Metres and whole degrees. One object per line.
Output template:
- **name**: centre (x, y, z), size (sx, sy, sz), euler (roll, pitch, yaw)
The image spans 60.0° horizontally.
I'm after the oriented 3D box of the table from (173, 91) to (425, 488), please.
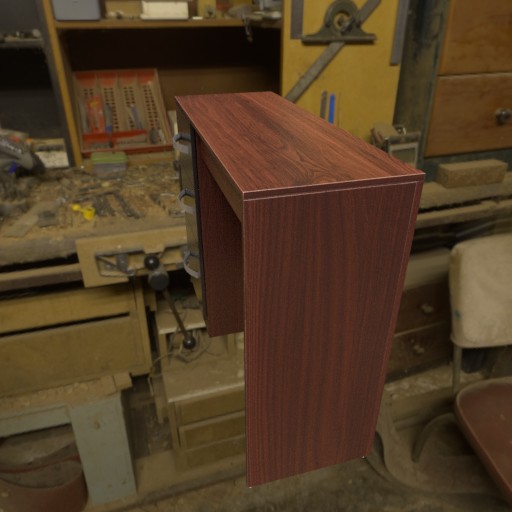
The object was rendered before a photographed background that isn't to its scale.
- **table**: centre (0.000, 0.000, 1.345), size (0.380, 0.790, 0.930), euler (-8, 30, -14)
